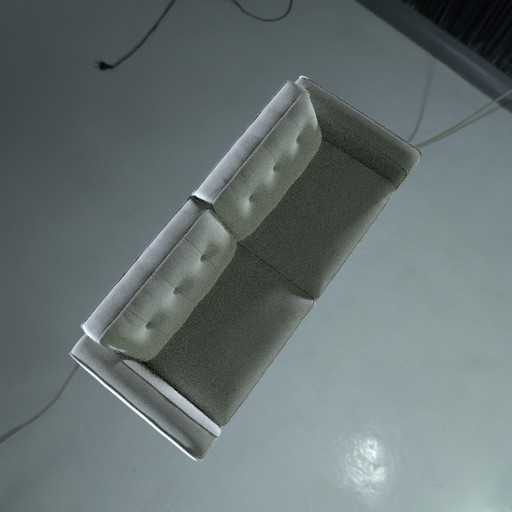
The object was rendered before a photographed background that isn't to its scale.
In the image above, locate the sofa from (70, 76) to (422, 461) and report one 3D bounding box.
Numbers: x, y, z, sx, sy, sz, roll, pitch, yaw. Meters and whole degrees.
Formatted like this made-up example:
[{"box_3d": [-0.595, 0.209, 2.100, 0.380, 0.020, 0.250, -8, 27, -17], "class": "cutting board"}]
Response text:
[{"box_3d": [0.000, 0.000, 2.781, 0.956, 0.781, 2.270, 36, 79, 8], "class": "sofa"}]
